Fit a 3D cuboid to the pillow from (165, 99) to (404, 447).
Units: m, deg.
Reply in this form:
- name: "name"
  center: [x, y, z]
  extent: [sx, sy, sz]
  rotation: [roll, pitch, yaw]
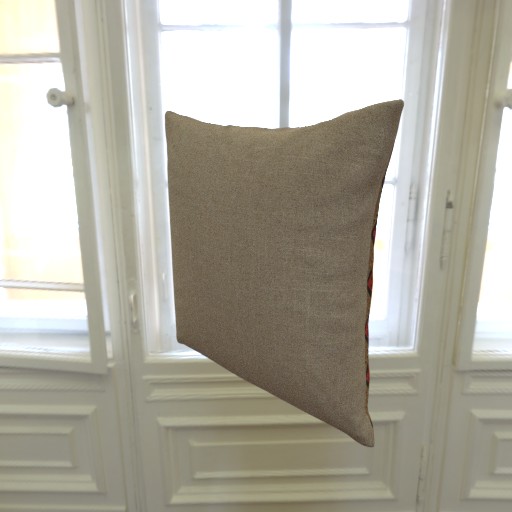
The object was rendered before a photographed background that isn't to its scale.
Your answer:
- name: "pillow"
  center: [0.000, 0.000, 0.788]
  extent: [0.158, 0.511, 0.513]
  rotation: [-15, 21, -43]
